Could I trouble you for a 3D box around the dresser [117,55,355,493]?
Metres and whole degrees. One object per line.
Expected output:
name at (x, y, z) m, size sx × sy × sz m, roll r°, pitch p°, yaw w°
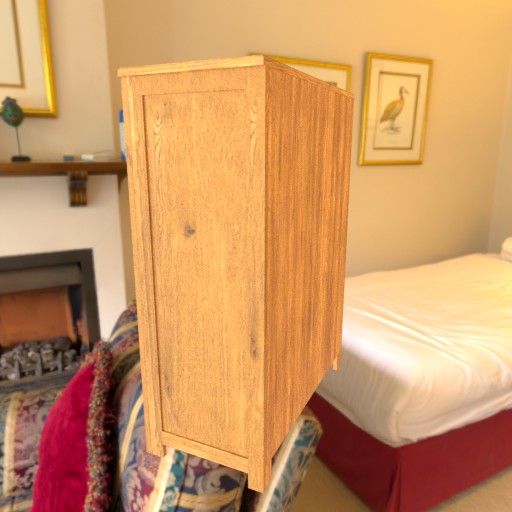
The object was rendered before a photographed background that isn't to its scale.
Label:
dresser at (0.000, 0.000, 1.965) m, size 0.558 × 1.431 × 1.081 m, roll 7°, pitch 15°, yaw 25°
